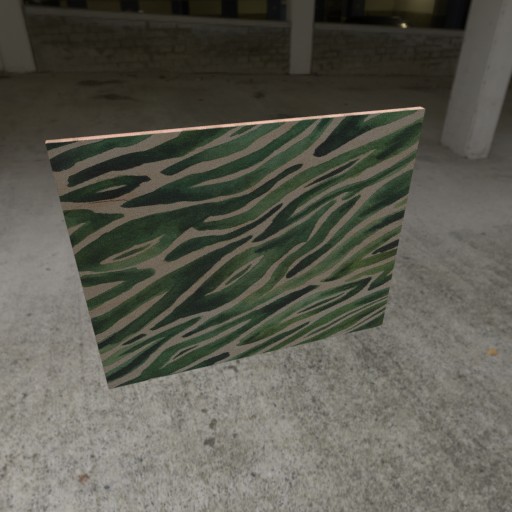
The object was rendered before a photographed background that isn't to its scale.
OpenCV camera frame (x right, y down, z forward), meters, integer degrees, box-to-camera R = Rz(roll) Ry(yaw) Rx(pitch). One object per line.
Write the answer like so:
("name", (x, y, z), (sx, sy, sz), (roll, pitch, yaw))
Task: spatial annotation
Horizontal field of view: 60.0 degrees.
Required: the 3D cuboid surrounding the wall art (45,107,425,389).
("wall art", (0.000, 0.000, 0.683), (0.508, 0.408, 0.012), (-10, 34, -15))
